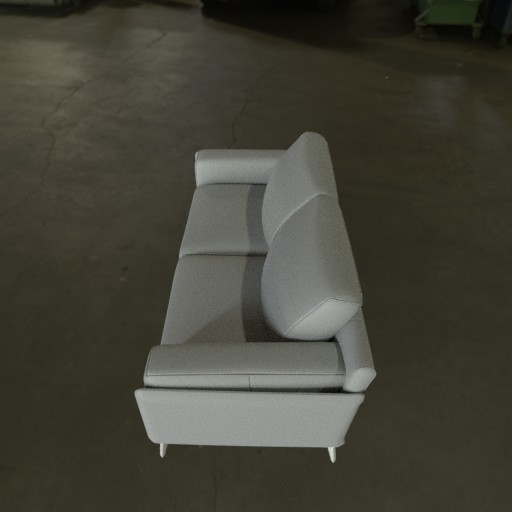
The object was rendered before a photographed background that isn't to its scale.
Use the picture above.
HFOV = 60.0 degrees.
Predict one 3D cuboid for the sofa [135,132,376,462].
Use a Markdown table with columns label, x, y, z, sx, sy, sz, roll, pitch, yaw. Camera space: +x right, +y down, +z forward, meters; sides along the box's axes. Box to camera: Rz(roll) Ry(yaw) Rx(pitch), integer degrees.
| label | x | y | z | sx | sy | sz | roll | pitch | yaw |
| --- | --- | --- | --- | --- | --- | --- | --- | --- | --- |
| sofa | 0.000 | 0.000 | 2.653 | 0.969 | 0.900 | 2.100 | 1 | 41 | 1 |
